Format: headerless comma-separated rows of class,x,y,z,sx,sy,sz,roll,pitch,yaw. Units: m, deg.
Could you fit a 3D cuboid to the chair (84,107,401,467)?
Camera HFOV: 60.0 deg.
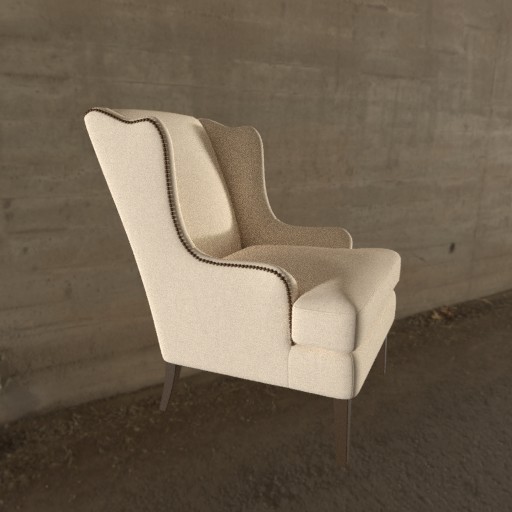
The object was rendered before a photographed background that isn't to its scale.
chair,0.000,0.000,1.616,0.940,1.029,0.737,7,15,25
